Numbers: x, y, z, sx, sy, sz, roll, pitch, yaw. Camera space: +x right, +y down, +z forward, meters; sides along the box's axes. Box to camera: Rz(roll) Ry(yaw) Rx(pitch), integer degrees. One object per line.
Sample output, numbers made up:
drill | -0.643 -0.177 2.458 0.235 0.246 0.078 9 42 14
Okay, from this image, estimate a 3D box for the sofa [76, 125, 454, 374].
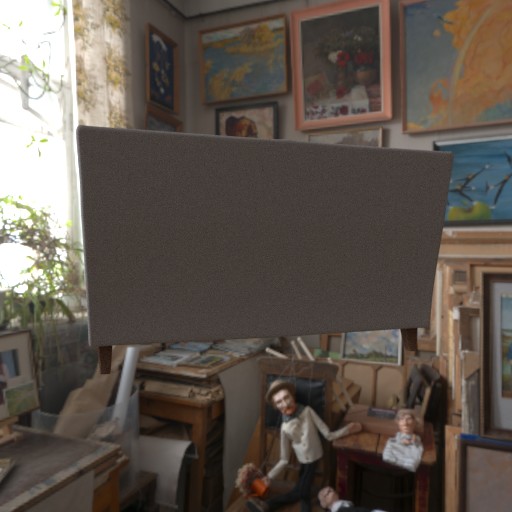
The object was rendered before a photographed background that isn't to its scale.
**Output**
sofa | 0.000 0.000 2.079 1.482 0.890 0.888 0 1 -16
